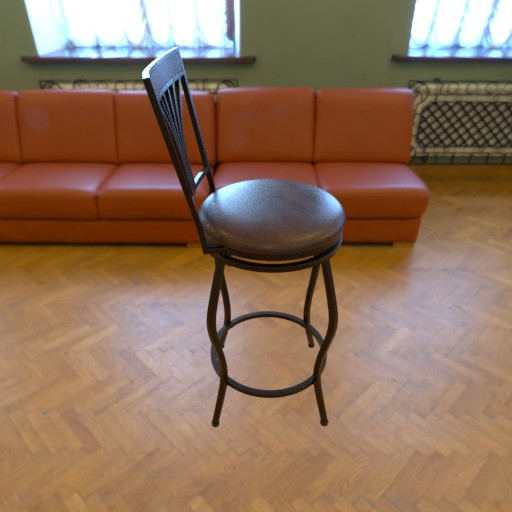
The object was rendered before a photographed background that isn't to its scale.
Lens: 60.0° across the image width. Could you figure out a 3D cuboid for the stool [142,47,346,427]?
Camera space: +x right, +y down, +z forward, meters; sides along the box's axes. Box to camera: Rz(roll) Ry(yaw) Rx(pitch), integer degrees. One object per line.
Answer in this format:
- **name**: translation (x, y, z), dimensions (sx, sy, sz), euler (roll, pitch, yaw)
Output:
- **stool**: translation (0.000, 0.000, 1.361), dimensions (0.514, 1.117, 0.433), euler (0, 33, -1)
